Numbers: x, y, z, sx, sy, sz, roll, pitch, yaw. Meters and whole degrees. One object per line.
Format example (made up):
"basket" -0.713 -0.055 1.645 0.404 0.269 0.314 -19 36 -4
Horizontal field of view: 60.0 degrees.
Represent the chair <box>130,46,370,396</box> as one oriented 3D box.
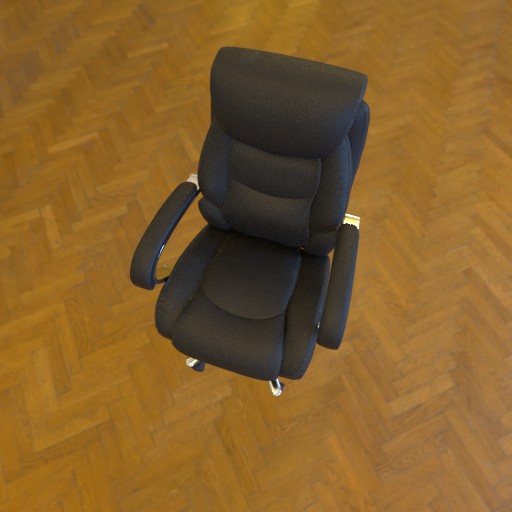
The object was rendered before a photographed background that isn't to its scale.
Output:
"chair" 0.000 0.000 1.677 0.755 1.183 0.790 16 60 10
